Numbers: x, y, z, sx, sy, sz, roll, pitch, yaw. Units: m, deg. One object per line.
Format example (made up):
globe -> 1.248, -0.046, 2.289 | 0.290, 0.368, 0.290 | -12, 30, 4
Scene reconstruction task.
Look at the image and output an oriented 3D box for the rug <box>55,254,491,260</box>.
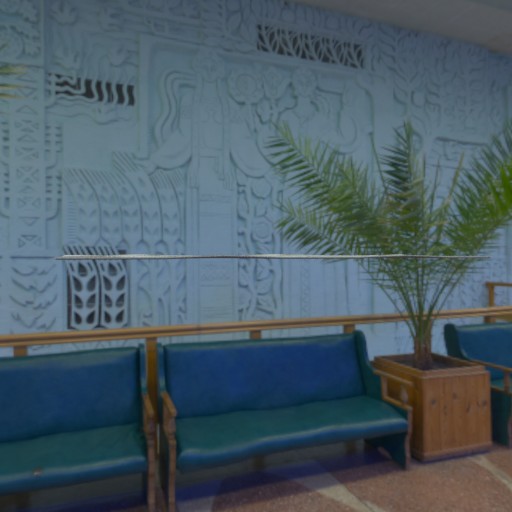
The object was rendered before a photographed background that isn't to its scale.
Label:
rug -> 0.000, 0.000, 4.322 | 3.333, 0.027, 2.428 | 0, 0, -18
